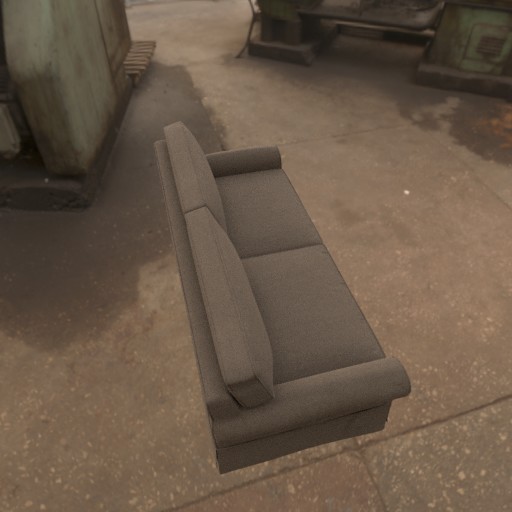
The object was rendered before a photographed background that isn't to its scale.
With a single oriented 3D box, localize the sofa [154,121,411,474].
[{"bbox_3d":[0.000,0.000,2.810,0.991,0.943,2.248,-11,46,-11],"label":"sofa"}]
